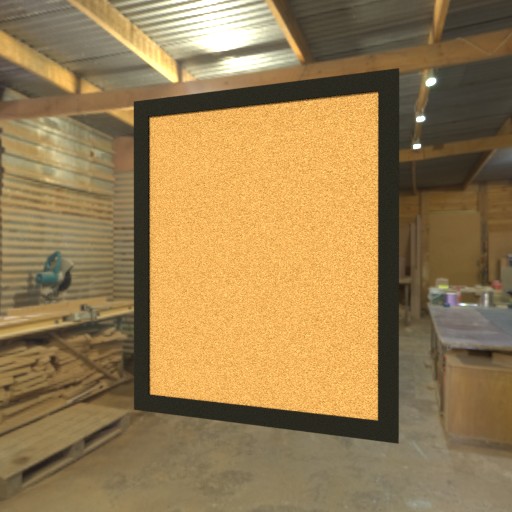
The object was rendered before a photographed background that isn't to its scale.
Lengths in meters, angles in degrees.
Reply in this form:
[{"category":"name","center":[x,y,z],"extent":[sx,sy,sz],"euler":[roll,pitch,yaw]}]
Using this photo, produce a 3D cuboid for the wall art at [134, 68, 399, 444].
[{"category":"wall art","center":[0.000,0.000,0.745],"extent":[0.457,0.559,0.029],"euler":[0,0,18]}]
